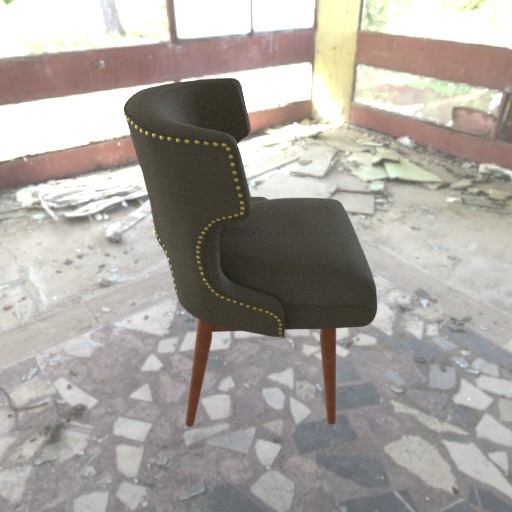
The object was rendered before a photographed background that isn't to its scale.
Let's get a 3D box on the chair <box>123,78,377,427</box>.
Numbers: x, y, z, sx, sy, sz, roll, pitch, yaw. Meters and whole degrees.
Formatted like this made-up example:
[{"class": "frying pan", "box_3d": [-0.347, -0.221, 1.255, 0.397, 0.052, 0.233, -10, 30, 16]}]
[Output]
[{"class": "chair", "box_3d": [0.000, 0.000, 1.234, 0.581, 0.863, 0.595, 0, 32, -1]}]
